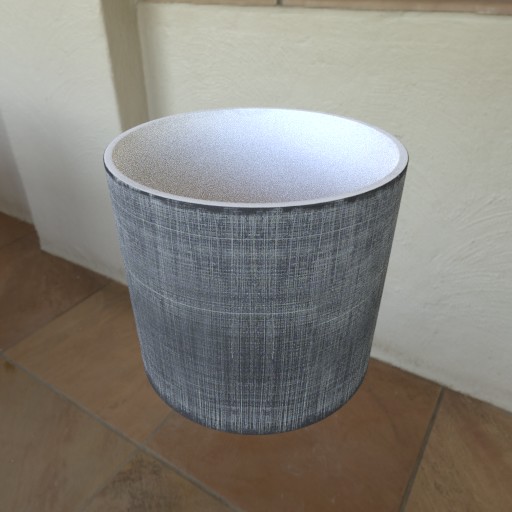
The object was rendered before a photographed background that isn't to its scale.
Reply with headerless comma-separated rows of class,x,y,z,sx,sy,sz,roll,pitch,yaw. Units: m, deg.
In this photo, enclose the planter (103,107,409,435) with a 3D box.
planter,0.000,0.000,0.387,0.221,0.201,0.221,0,32,0
